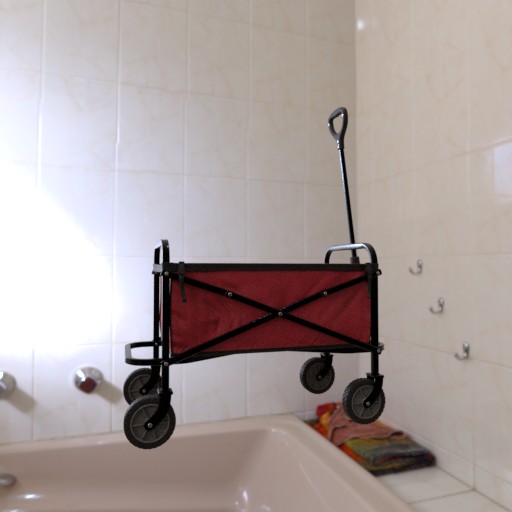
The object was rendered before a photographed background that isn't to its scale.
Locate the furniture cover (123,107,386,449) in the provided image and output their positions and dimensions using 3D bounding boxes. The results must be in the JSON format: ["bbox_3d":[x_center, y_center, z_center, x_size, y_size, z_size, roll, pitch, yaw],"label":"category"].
[{"bbox_3d":[0.000,0.000,1.827,1.038,1.295,0.532,0,-2,-17],"label":"furniture cover"}]
